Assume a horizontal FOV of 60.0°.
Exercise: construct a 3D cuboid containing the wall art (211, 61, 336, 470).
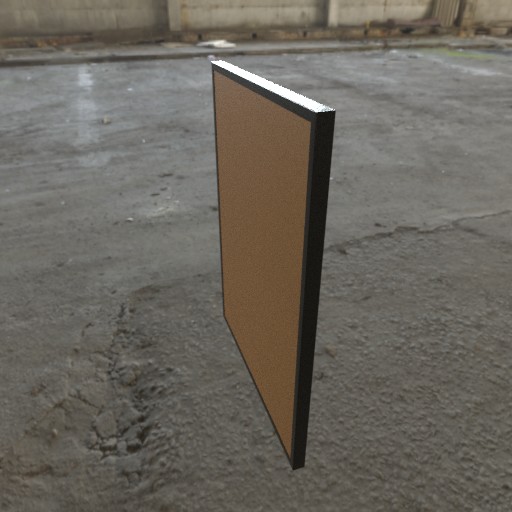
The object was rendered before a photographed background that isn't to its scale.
[{"bbox_3d":[0.000,0.000,1.415,0.039,1.061,0.804,-10,32,-16],"label":"wall art"}]
